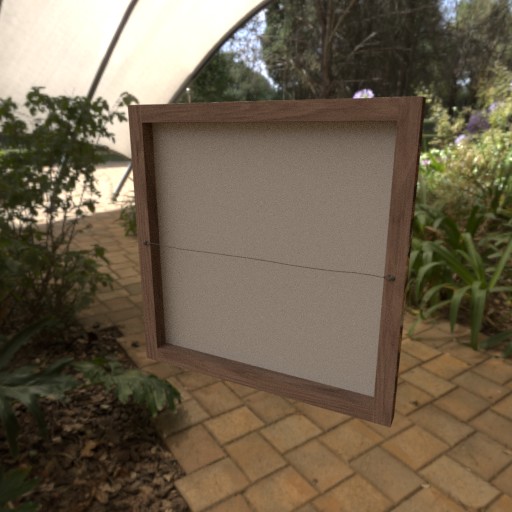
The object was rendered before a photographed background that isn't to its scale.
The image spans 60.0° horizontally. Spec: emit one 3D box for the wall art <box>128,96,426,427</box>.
[{"bbox_3d":[0.000,0.000,0.931,0.609,0.613,0.041,8,18,26],"label":"wall art"}]
